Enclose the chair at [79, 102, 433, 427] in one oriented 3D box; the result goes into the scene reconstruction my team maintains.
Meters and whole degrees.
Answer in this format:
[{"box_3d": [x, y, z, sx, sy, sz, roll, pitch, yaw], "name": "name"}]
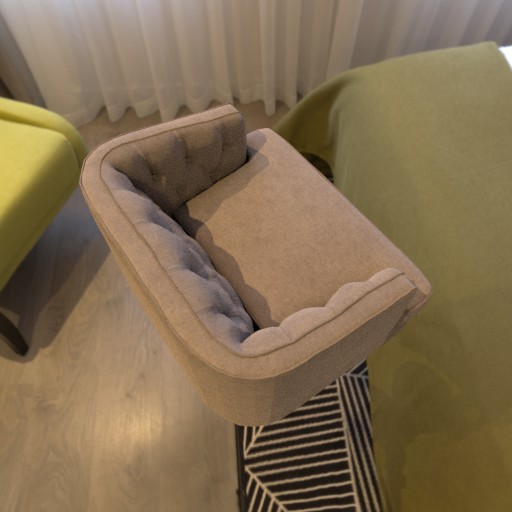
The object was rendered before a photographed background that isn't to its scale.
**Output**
[{"box_3d": [0.000, 0.000, 1.781, 0.941, 0.852, 1.104, -32, 64, -17], "name": "chair"}]
